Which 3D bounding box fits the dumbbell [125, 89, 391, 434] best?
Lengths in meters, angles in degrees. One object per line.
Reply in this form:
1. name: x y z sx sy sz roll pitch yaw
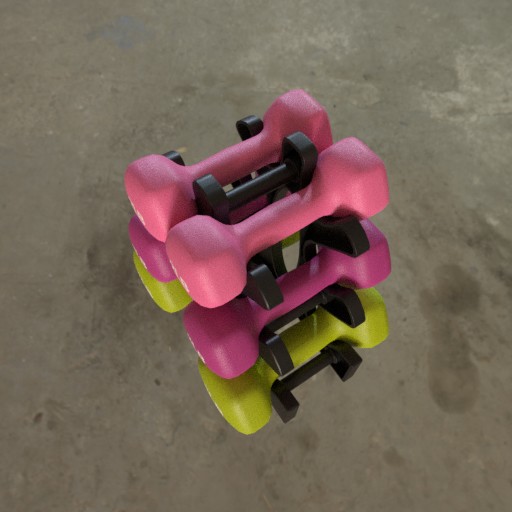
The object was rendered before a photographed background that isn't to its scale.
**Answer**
1. dumbbell: 0.000 0.000 0.437 0.203 0.261 0.257 -29 62 -17
